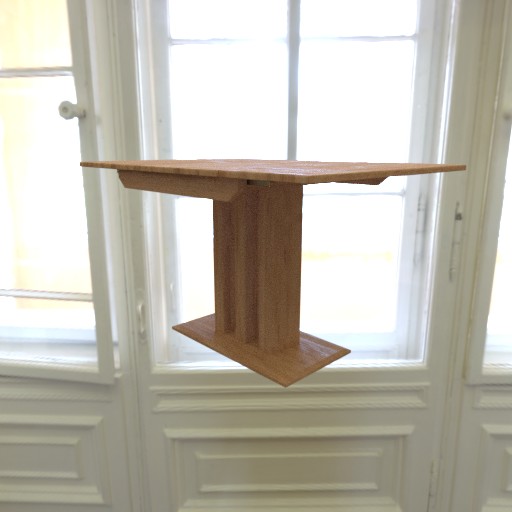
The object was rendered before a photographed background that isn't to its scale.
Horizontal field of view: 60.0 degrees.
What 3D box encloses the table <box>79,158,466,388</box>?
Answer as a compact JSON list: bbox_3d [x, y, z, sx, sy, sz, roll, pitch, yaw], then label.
[{"bbox_3d":[0.000,0.000,1.876,0.900,0.770,1.300,-13,19,-42],"label":"table"}]
